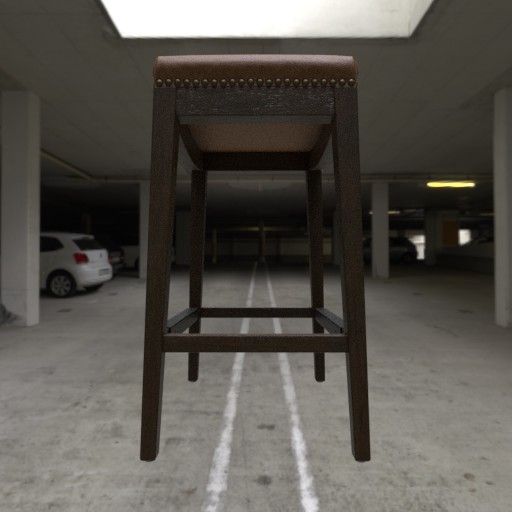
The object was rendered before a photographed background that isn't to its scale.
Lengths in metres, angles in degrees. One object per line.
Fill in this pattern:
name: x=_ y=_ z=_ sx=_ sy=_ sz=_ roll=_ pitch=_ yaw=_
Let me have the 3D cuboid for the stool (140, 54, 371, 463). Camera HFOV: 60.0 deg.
stool: x=0.000 y=0.000 z=0.947 sx=0.361 sy=0.660 sz=0.500 roll=0 pitch=-1 yaw=0
